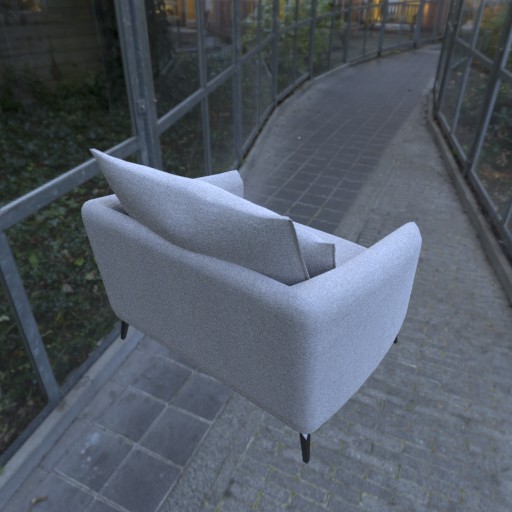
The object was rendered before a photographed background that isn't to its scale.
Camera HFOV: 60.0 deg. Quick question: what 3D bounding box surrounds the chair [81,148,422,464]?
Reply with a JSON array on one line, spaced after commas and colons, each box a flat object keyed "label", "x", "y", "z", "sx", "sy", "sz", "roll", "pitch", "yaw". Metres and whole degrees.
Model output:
[{"label": "chair", "x": 0.000, "y": 0.000, "z": 1.653, "sx": 1.029, "sy": 0.856, "sz": 0.801, "roll": 22, "pitch": 38, "yaw": 32}]
